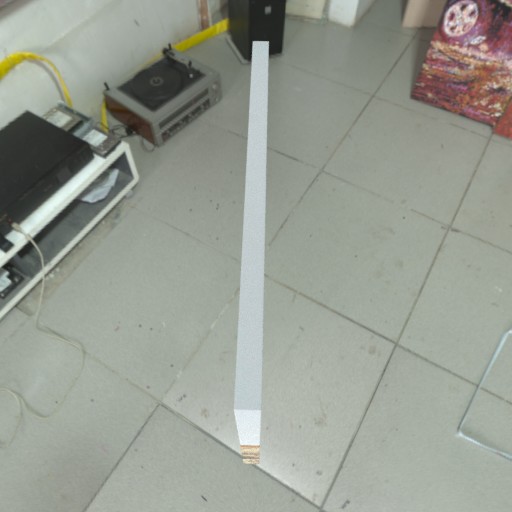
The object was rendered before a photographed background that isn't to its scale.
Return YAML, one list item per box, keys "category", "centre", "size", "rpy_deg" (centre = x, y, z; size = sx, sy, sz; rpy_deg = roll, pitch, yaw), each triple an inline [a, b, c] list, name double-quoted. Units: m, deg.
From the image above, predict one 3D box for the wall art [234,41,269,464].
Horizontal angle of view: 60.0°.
- category: "wall art"
  centre: [0.000, 0.000, 1.435]
  size: [0.051, 0.761, 1.138]
  rpy_deg: [1, 58, 1]
